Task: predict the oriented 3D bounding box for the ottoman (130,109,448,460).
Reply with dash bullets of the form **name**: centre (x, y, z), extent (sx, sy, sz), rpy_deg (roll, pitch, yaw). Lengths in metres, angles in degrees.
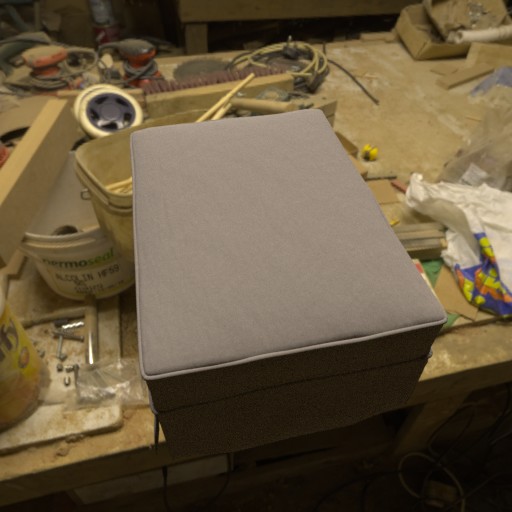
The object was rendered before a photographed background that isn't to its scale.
- **ottoman**: centre (0.000, 0.000, 1.310), extent (0.703, 0.479, 0.944), rpy_deg (-9, 48, -8)
